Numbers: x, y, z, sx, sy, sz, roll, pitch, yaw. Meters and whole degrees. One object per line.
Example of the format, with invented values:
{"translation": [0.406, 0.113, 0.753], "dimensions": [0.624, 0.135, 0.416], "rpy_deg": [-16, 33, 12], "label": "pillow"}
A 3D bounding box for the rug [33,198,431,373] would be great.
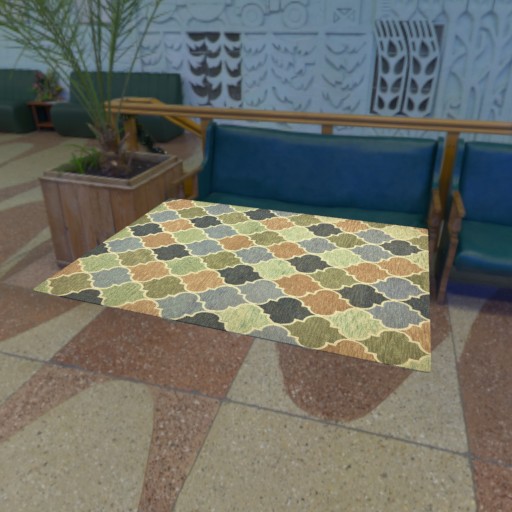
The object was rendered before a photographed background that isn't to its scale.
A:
{"translation": [0.000, 0.000, 4.339], "dimensions": [3.200, 0.013, 2.439], "rpy_deg": [9, 28, 17], "label": "rug"}
